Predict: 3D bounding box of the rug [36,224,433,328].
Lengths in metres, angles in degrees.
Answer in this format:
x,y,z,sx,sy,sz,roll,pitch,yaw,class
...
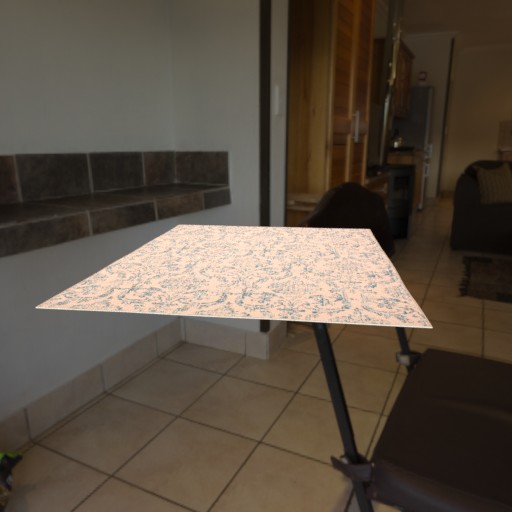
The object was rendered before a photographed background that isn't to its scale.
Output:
x,y,z,sx,sy,sz,roll,pitch,yaw,class
0.000,0.000,4.024,2.363,0.012,2.980,2,14,7,rug
